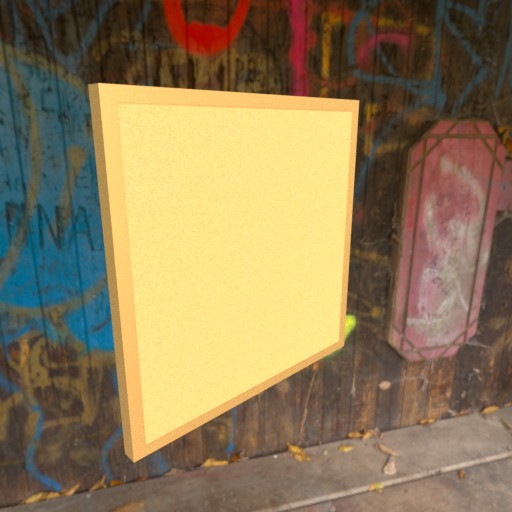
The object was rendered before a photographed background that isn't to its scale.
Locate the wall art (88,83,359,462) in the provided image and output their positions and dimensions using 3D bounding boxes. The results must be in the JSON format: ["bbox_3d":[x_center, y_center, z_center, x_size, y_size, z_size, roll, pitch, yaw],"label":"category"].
[{"bbox_3d":[0.000,0.000,2.806,1.926,1.926,0.099,-15,22,-41],"label":"wall art"}]
